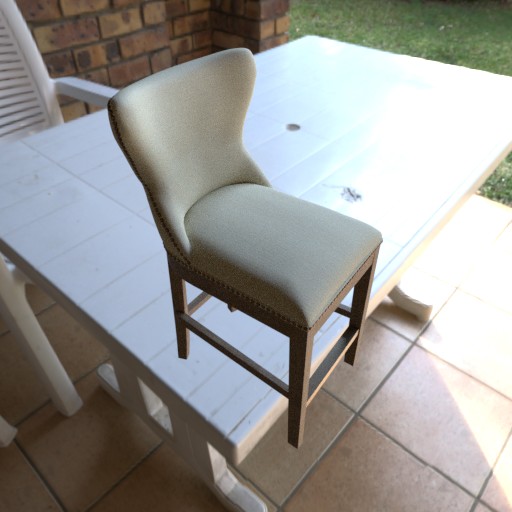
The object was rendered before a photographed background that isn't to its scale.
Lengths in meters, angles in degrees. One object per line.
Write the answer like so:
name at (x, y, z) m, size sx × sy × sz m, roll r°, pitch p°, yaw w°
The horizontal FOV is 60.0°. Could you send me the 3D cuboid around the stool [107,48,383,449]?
stool at (0.000, 0.000, 1.297) m, size 0.608 × 0.981 × 0.498 m, roll 25°, pitch 47°, yaw 27°
